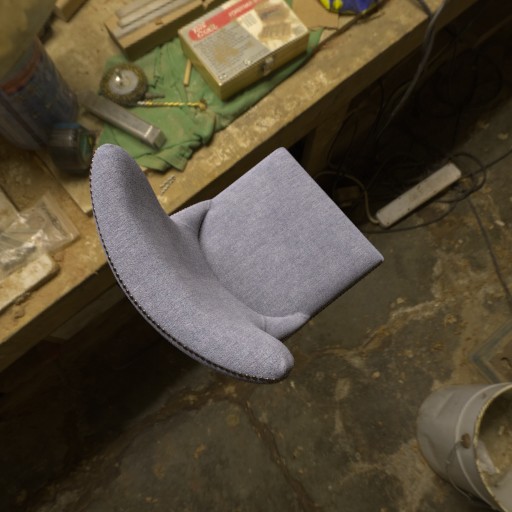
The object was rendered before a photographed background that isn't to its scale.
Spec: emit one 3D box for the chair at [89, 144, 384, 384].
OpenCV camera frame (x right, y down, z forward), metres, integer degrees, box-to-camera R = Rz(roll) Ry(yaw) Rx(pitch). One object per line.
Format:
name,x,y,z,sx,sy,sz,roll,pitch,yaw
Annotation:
chair,0.000,0.000,1.420,0.681,1.002,0.654,-38,79,-9
